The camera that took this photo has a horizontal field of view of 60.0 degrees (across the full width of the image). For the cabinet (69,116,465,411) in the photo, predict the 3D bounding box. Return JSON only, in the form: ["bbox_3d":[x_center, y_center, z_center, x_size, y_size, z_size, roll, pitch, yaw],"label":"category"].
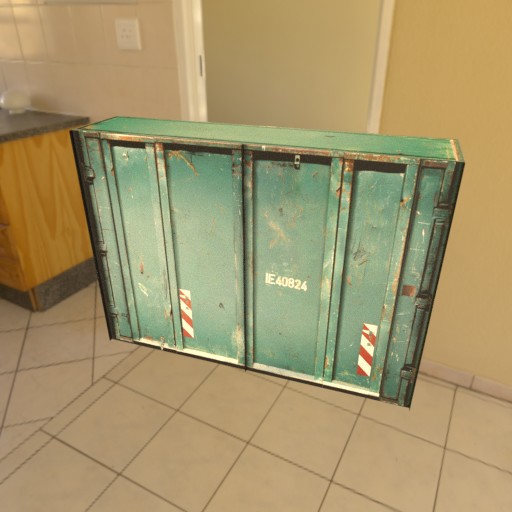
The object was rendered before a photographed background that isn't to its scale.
[{"bbox_3d":[0.000,0.000,3.996,3.001,2.160,0.680,9,29,16],"label":"cabinet"}]
